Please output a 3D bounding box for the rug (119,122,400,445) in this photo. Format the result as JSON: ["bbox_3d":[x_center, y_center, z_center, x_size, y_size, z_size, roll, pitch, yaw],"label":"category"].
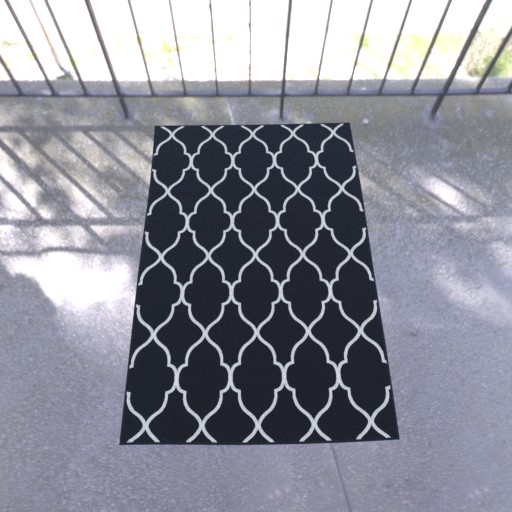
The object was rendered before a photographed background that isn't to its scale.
[{"bbox_3d":[0.000,0.000,2.912,1.526,0.014,2.290,-1,63,-1],"label":"rug"}]
